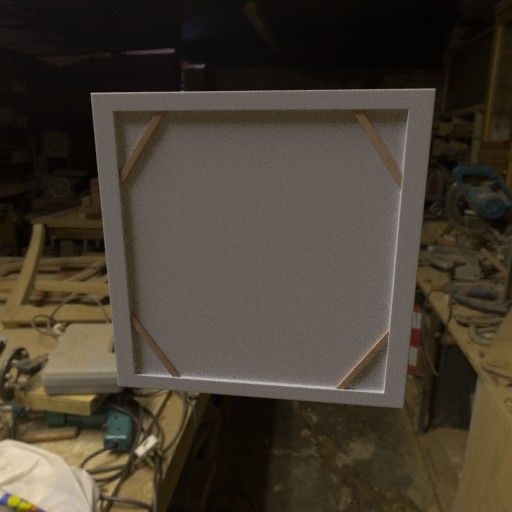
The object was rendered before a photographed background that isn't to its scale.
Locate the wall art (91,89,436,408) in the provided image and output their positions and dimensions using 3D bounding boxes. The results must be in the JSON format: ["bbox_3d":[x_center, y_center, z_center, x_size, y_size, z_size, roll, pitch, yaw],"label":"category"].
[{"bbox_3d":[0.000,0.000,0.876,0.610,0.610,0.038,2,16,8],"label":"wall art"}]
